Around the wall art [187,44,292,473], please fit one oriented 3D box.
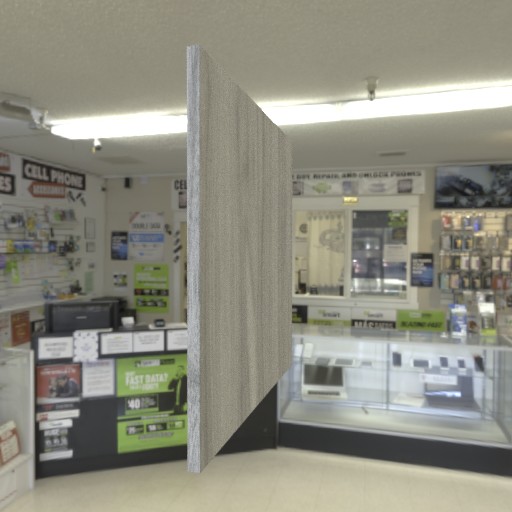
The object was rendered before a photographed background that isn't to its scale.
[{"bbox_3d":[0.000,0.000,0.767,0.016,0.507,0.508,0,1,17],"label":"wall art"}]
